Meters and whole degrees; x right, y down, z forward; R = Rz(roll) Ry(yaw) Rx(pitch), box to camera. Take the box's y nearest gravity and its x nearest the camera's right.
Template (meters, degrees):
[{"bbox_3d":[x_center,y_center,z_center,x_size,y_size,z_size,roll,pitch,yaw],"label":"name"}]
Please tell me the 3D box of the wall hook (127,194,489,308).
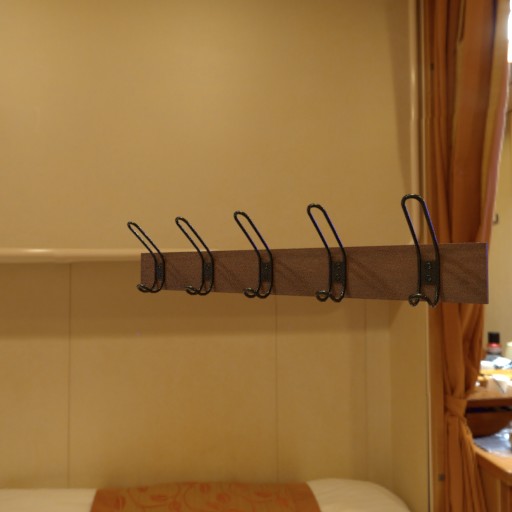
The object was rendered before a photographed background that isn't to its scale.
[{"bbox_3d":[0.000,0.000,0.603,0.554,0.116,0.076,-1,-2,37],"label":"wall hook"}]
